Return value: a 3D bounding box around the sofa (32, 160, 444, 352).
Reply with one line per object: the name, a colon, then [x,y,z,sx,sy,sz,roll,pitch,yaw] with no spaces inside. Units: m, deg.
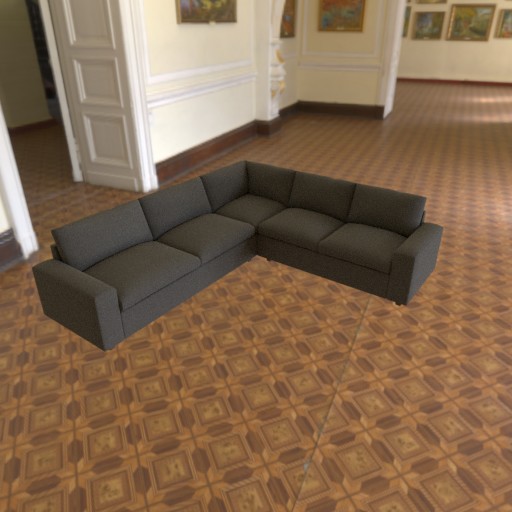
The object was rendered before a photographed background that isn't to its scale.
sofa: [0.000,0.000,4.670,2.895,0.965,3.277,19,33,31]
